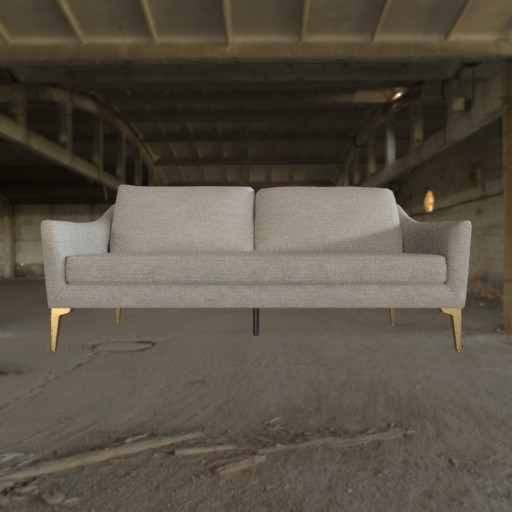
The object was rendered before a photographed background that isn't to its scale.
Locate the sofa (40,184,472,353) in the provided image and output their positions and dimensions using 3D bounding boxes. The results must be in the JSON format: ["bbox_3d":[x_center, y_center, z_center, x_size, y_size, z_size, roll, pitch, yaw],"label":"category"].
[{"bbox_3d":[0.000,0.000,2.544,2.036,0.913,0.980,0,0,0],"label":"sofa"}]
